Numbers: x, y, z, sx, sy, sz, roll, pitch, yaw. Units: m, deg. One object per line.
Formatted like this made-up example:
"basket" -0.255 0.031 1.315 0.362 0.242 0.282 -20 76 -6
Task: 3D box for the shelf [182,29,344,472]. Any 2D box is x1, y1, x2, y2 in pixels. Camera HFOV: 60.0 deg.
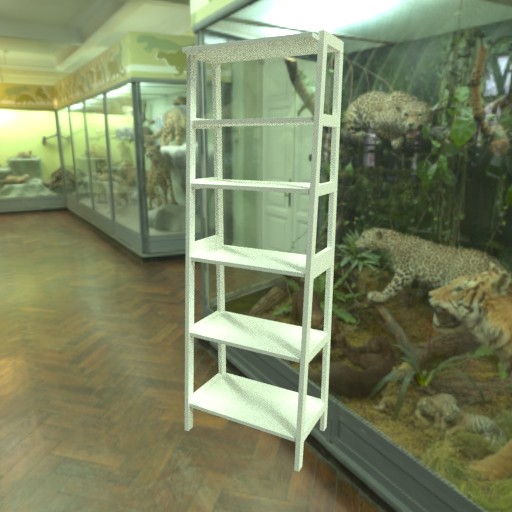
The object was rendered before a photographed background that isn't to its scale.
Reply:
"shelf" 0.000 0.000 2.126 0.660 1.892 0.381 7 16 27
